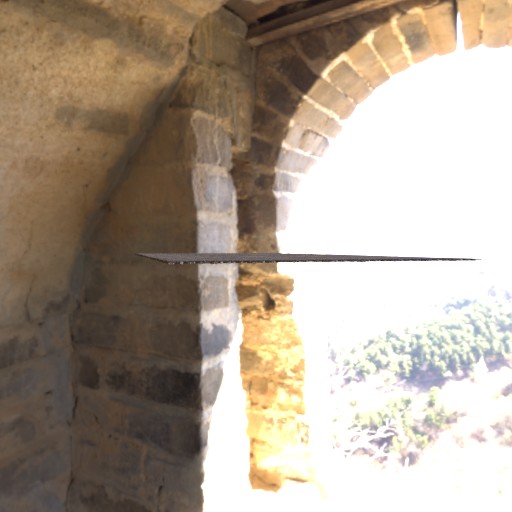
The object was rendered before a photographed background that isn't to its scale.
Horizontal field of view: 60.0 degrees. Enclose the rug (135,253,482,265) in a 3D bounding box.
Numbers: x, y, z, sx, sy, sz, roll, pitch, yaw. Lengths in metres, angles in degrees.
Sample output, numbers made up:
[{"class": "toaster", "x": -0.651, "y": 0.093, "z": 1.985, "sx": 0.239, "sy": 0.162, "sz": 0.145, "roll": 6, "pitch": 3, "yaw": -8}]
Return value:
[{"class": "rug", "x": 0.000, "y": 0.000, "z": 2.530, "sx": 1.237, "sy": 0.010, "sz": 2.029, "roll": 0, "pitch": 1, "yaw": -18}]
